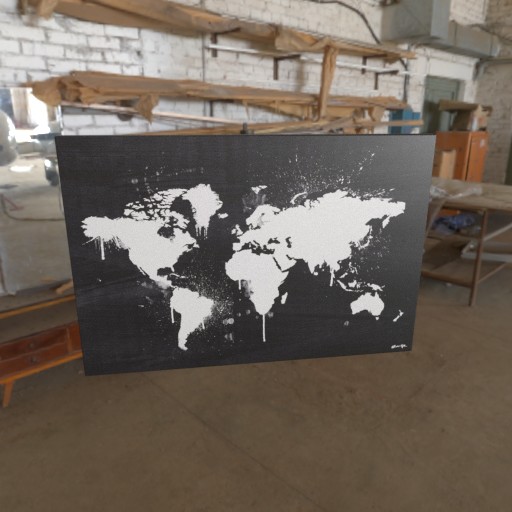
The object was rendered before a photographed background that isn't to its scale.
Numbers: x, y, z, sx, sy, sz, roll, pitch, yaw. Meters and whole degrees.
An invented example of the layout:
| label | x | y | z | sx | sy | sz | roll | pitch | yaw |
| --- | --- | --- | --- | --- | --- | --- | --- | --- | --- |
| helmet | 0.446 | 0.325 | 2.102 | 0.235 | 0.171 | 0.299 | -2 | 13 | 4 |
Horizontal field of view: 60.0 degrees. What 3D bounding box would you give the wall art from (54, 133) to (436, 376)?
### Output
| label | x | y | z | sx | sy | sz | roll | pitch | yaw |
| --- | --- | --- | --- | --- | --- | --- | --- | --- | --- |
| wall art | 0.000 | 0.000 | 1.155 | 0.912 | 0.612 | 0.038 | -3 | 17 | -8 |
